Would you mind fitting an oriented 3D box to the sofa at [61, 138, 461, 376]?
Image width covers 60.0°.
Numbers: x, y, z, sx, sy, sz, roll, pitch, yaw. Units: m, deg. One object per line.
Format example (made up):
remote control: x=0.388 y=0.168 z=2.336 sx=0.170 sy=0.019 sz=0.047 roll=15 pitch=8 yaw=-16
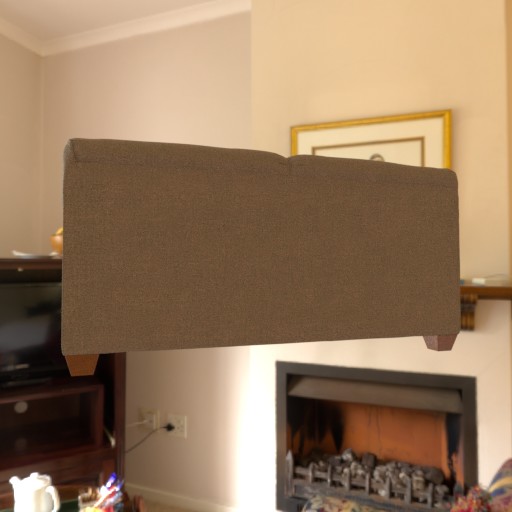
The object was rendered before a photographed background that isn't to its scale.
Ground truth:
sofa: x=0.000 y=0.000 z=2.391 sx=1.846 sy=0.958 sz=1.000 roll=1 pitch=-2 yaw=-18
